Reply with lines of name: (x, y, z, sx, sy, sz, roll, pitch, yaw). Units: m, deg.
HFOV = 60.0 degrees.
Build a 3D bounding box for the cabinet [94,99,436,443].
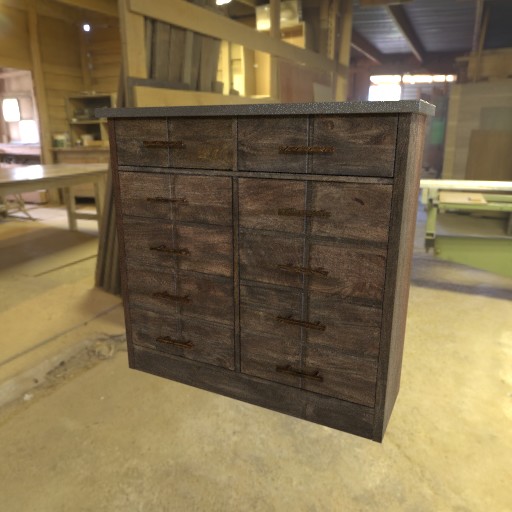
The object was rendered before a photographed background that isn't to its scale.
cabinet: (0.000, 0.000, 1.443, 0.968, 0.919, 0.338, 8, 18, 25)
